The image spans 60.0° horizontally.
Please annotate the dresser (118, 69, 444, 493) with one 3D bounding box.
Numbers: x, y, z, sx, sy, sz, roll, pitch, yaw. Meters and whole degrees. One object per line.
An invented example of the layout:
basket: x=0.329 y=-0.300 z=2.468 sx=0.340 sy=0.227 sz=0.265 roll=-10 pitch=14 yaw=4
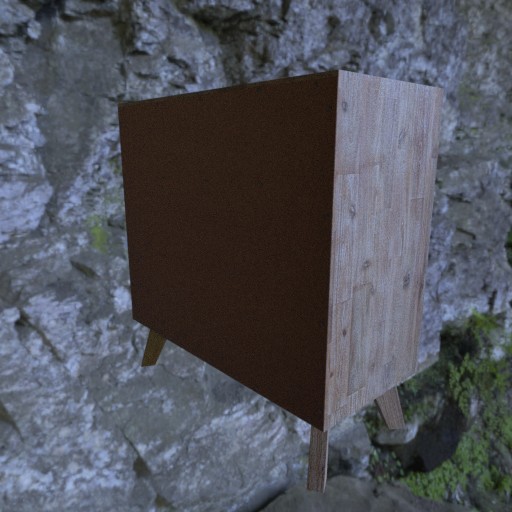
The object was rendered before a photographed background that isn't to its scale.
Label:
dresser: x=0.000 y=0.000 z=1.519 sx=0.455 sy=1.029 sz=0.998 roll=-12 pitch=18 yaw=-41
